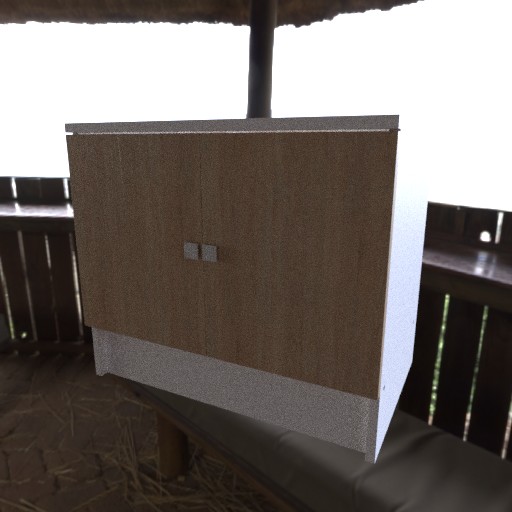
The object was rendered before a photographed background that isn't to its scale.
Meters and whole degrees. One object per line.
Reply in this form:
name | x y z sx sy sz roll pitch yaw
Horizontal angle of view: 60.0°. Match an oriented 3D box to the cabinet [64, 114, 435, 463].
cabinet | 0.000 0.000 0.913 0.600 0.522 0.400 7 16 26
